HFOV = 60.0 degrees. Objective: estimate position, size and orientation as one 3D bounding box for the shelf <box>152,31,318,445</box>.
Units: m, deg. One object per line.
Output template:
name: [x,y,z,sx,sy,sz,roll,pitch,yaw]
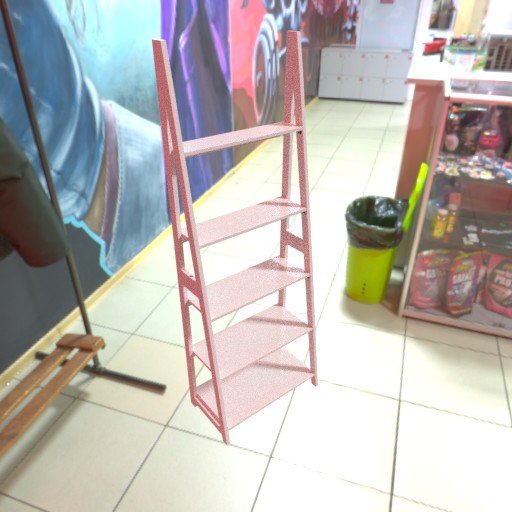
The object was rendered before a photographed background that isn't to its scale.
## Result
shelf: [0.000,0.000,2.007,0.636,1.779,0.341,-22,37,-32]
